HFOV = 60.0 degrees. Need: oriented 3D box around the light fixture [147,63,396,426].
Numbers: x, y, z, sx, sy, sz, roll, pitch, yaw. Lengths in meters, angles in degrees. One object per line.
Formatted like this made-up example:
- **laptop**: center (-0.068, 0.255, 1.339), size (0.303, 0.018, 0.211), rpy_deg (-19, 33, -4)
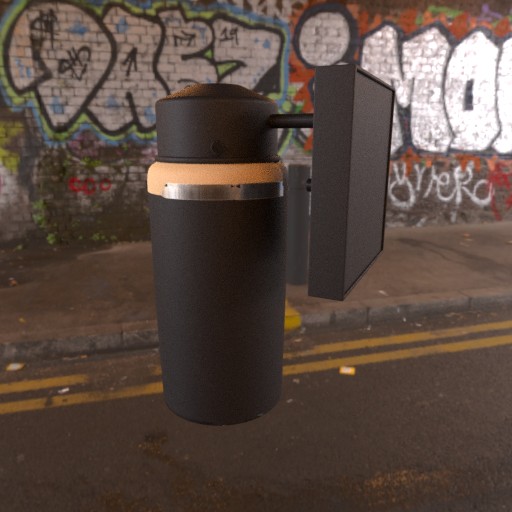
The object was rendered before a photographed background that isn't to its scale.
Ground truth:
- **light fixture**: center (0.000, 0.000, 0.353), size (0.176, 0.257, 0.130), rpy_deg (7, 16, 25)
